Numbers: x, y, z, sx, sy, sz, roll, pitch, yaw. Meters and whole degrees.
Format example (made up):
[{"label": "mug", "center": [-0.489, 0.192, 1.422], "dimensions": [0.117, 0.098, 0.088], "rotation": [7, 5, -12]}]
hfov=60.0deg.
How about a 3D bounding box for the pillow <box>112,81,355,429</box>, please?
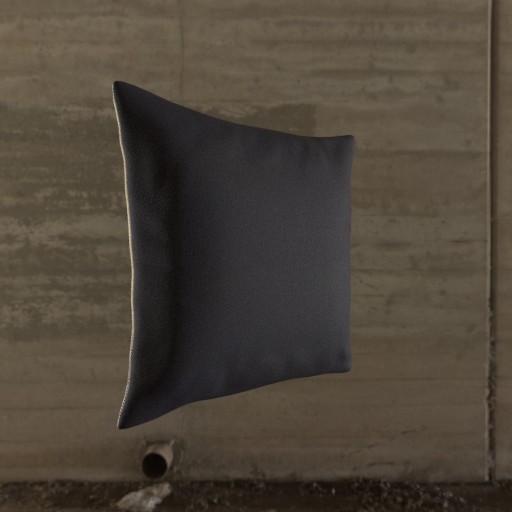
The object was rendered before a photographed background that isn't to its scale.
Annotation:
[{"label": "pillow", "center": [0.000, 0.000, 0.797], "dimensions": [0.520, 0.508, 0.166], "rotation": [-1, 1, -37]}]
